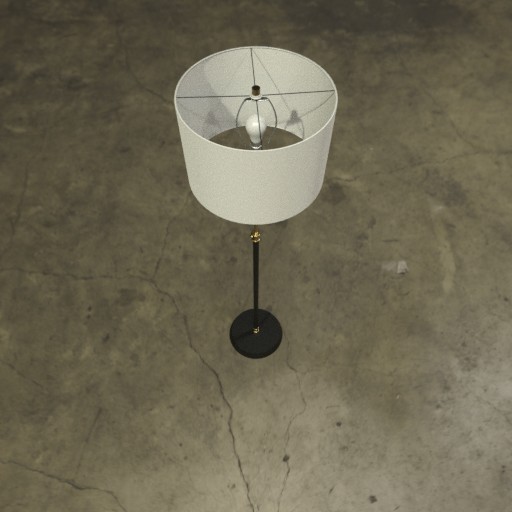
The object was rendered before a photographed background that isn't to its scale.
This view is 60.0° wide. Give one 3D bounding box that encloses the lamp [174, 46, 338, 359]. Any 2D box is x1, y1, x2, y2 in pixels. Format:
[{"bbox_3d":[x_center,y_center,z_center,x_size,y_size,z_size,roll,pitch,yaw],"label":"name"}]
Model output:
[{"bbox_3d":[0.000,0.000,1.722,0.404,1.517,0.404,-3,57,-2],"label":"lamp"}]
